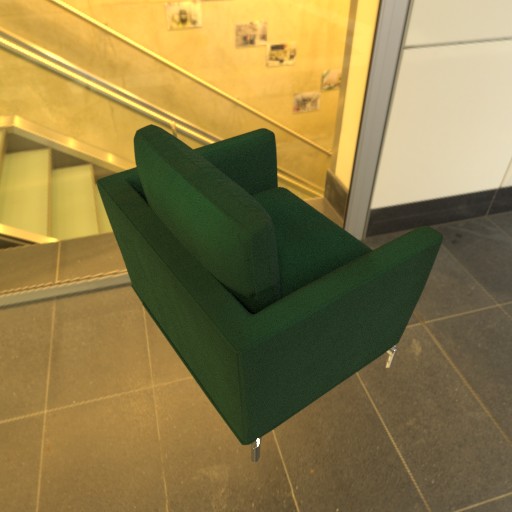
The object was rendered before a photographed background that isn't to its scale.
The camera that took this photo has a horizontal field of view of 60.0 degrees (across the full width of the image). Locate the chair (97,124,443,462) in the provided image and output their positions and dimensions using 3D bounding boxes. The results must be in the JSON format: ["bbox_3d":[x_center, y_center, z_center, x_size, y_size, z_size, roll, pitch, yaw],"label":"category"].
[{"bbox_3d":[0.000,0.000,1.796,0.852,0.997,1.047,-25,47,-26],"label":"chair"}]
